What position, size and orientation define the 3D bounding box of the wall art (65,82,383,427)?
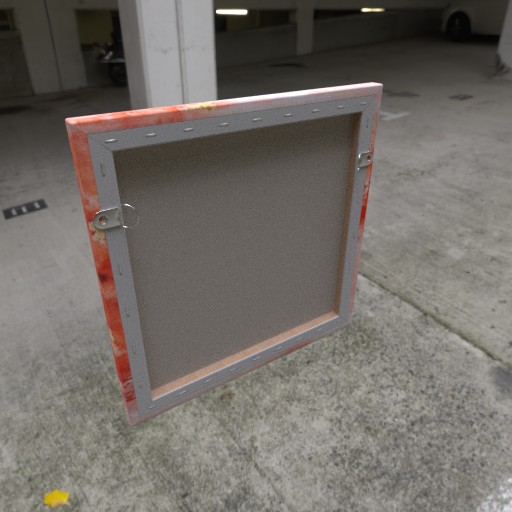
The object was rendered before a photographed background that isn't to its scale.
[{"bbox_3d":[0.000,0.000,1.100,0.747,0.746,0.064,-18,34,-29],"label":"wall art"}]
